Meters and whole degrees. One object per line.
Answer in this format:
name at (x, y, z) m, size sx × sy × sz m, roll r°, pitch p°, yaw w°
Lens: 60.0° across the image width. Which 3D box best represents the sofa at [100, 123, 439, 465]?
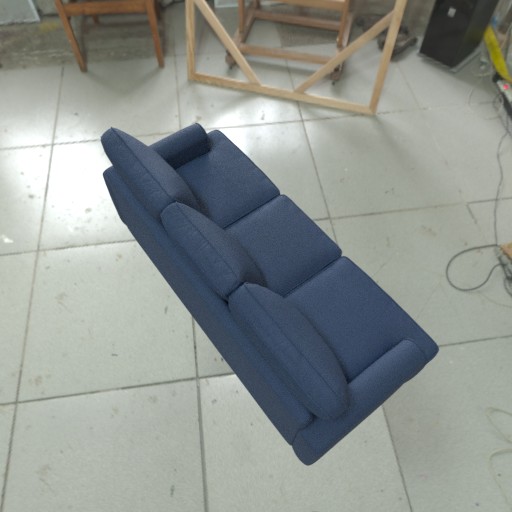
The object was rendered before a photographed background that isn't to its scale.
sofa at (0.000, 0.000, 2.683) m, size 0.951 × 0.965 × 2.158 m, roll -33°, pitch 64°, yaw -18°
